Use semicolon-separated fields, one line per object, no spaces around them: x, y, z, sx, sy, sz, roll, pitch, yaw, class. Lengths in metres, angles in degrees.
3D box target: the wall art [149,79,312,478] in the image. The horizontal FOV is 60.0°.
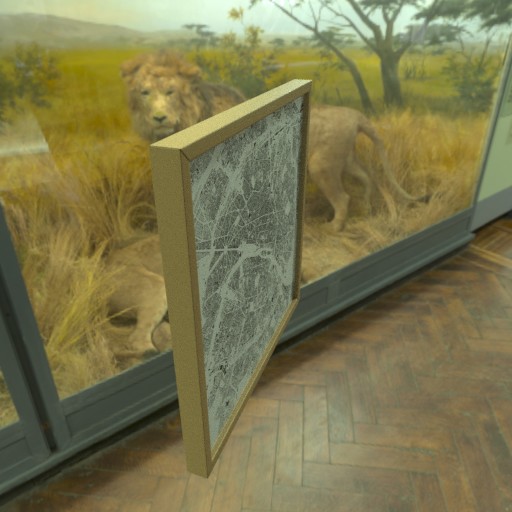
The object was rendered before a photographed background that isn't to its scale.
0.000;0.000;0.766;0.036;0.509;0.509;10;31;18;wall art
